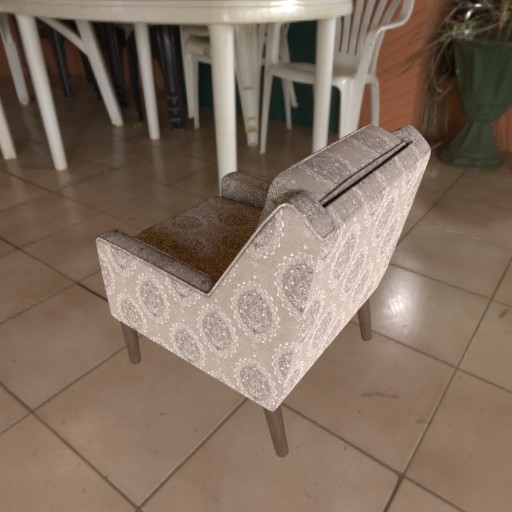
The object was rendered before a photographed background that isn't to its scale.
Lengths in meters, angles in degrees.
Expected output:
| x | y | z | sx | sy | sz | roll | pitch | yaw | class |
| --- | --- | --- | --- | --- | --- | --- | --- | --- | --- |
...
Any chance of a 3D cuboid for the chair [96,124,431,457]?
| x | y | z | sx | sy | sz | roll | pitch | yaw | class |
| --- | --- | --- | --- | --- | --- | --- | --- | --- | --- |
| 0.000 | 0.000 | 1.375 | 0.750 | 0.797 | 0.665 | 21 | 37 | 30 | chair |
